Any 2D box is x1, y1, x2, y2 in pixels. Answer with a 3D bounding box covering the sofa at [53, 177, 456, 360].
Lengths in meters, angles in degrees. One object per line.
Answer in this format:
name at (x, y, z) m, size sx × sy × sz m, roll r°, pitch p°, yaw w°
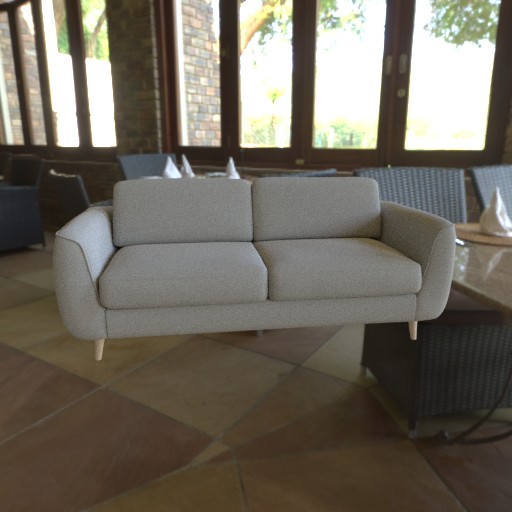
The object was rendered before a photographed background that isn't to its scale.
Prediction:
sofa at (0.000, 0.000, 2.545) m, size 2.000 × 0.850 × 0.920 m, roll -2°, pitch 15°, yaw -8°
